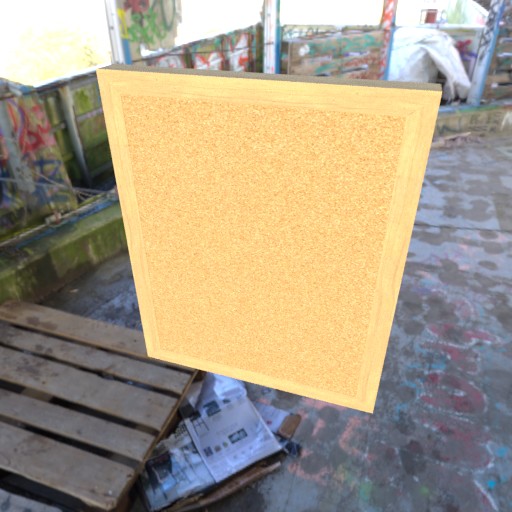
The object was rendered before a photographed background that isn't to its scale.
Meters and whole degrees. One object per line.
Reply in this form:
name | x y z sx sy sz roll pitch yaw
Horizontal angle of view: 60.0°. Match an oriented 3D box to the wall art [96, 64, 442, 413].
wall art | 0.000 0.000 0.496 0.312 0.380 0.030 10 34 15
